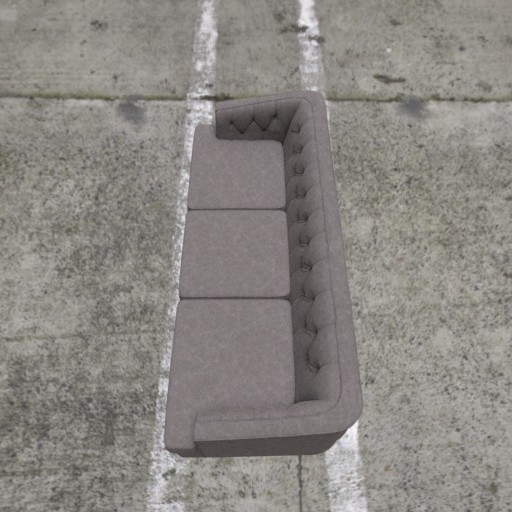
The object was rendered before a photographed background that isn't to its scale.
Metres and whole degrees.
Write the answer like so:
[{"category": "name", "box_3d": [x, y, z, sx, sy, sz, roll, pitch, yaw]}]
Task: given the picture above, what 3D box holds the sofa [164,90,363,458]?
[{"category": "sofa", "box_3d": [0.000, 0.000, 2.737, 0.917, 0.806, 2.247, 0, 58, 0]}]
